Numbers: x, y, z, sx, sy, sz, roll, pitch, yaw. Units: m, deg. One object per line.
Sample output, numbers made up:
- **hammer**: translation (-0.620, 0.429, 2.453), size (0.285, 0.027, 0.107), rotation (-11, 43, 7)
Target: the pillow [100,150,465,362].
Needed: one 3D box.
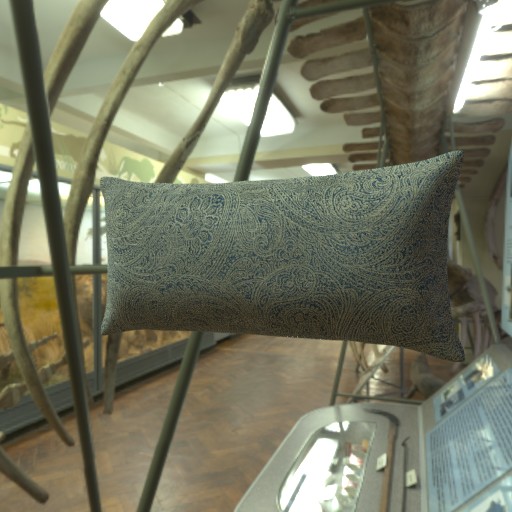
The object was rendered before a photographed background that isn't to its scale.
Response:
- **pillow**: translation (0.000, 0.000, 0.720), size (0.615, 0.295, 0.151), rotation (0, 0, 20)
